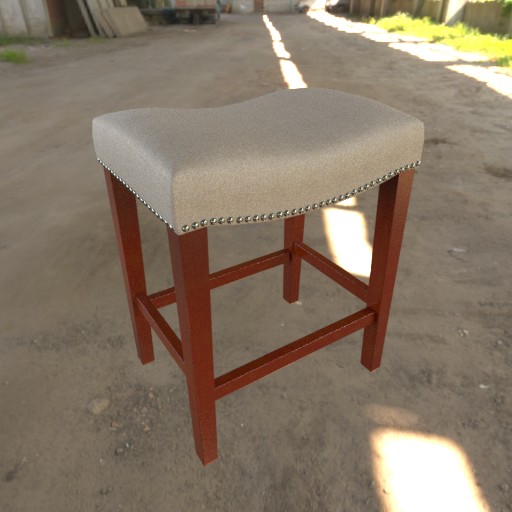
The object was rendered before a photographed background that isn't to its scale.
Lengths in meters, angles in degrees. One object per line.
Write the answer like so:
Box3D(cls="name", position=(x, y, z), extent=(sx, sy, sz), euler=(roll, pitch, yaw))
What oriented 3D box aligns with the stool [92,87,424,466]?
Box3D(cls="stool", position=(0.000, 0.000, 0.958), extent=(0.509, 0.632, 0.375), euler=(-19, 36, -28))
